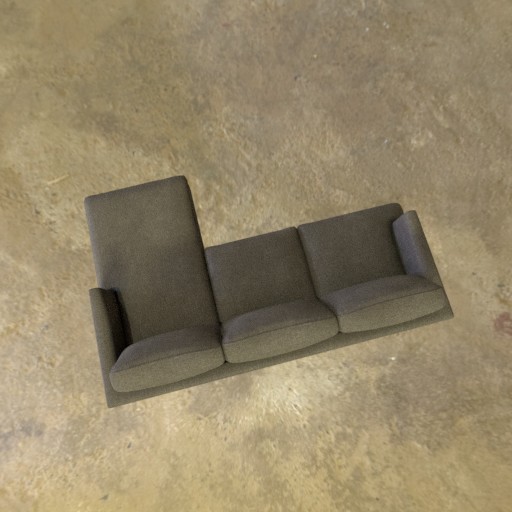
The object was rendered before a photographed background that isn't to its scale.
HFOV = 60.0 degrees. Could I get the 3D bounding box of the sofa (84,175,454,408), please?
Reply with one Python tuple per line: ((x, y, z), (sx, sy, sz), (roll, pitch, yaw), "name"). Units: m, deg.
((0.000, 0.000, 3.110), (2.233, 0.956, 1.504), (-14, 76, -3), "sofa")
